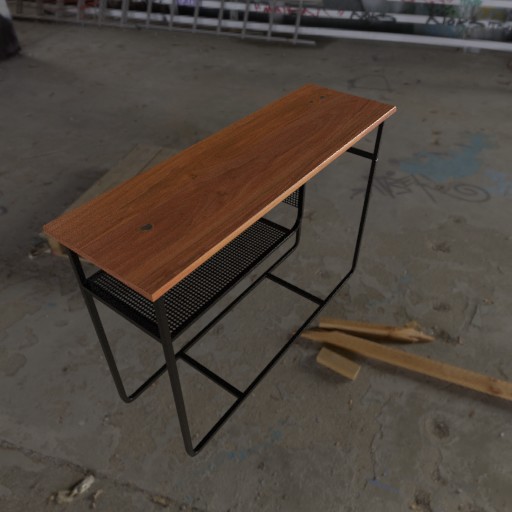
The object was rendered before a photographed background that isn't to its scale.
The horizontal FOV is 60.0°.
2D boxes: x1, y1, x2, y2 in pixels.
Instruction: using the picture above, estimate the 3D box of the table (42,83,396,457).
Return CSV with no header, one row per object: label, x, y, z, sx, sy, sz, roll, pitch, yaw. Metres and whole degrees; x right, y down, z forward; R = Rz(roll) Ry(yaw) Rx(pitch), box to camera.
table,0.000,0.000,1.475,0.350,0.750,1.100,26,47,27
